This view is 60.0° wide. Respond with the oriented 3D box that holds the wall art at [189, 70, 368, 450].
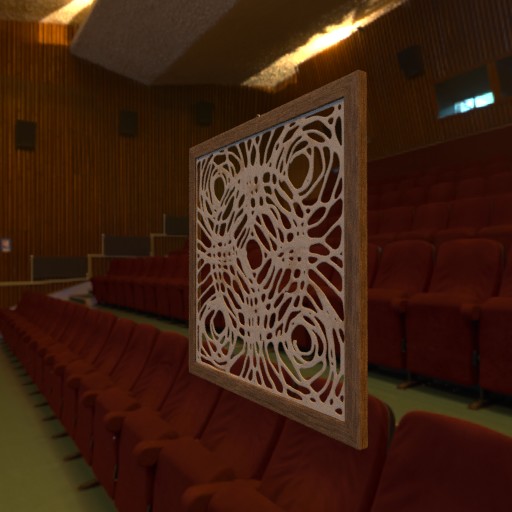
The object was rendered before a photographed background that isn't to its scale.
[{"bbox_3d":[0.000,0.000,0.888,0.021,0.576,0.561,0,-1,-35],"label":"wall art"}]
